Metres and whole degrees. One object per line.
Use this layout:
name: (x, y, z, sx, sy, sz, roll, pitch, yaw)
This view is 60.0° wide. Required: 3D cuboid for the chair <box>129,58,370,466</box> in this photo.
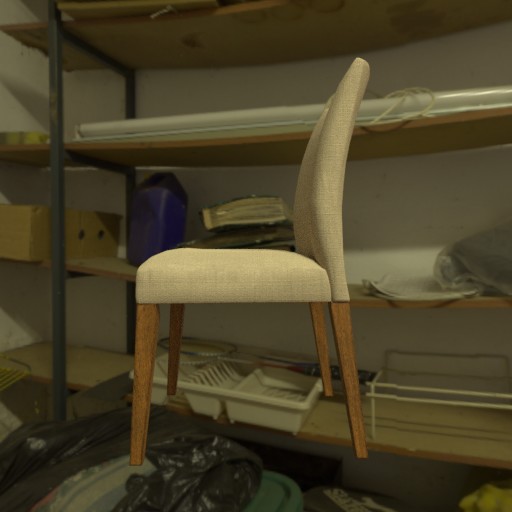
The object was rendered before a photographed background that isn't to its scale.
chair: (0.000, 0.000, 1.248, 0.585, 0.940, 0.496, 0, 2, -1)
